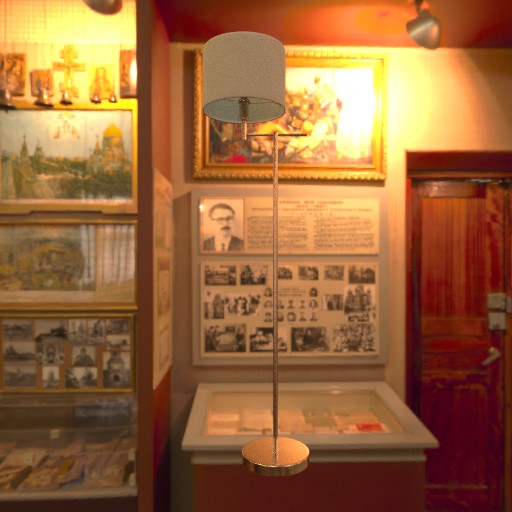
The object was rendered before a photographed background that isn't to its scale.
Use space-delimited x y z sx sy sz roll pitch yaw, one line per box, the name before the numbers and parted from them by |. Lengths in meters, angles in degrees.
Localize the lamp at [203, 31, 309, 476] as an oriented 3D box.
lamp | 0.000 0.000 1.740 0.416 1.600 0.324 0 0 0
